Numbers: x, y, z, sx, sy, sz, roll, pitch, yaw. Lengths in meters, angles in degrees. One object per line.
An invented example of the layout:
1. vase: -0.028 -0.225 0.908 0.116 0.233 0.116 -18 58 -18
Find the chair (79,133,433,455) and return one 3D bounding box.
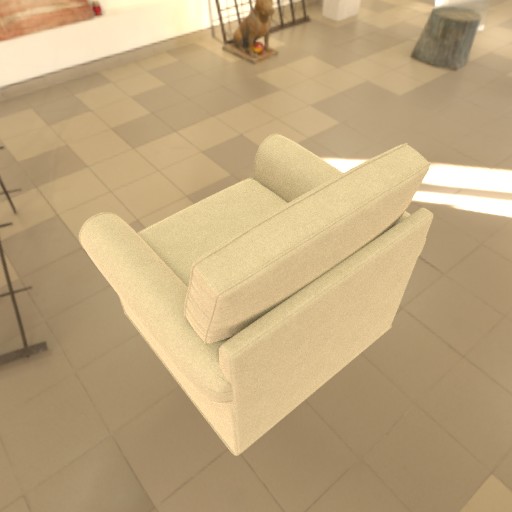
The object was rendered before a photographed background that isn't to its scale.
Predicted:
1. chair: 0.000 0.000 1.729 1.040 0.955 0.863 -31 54 -26
